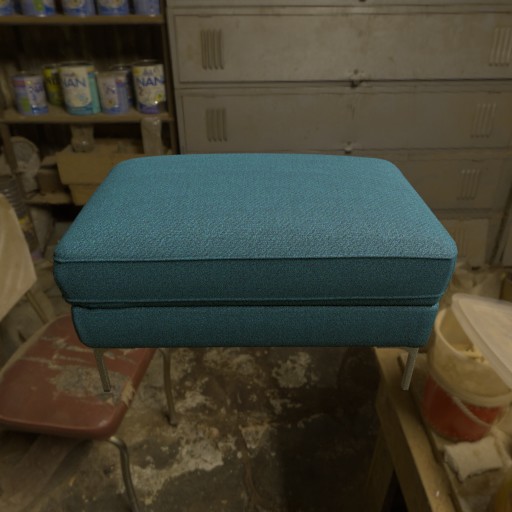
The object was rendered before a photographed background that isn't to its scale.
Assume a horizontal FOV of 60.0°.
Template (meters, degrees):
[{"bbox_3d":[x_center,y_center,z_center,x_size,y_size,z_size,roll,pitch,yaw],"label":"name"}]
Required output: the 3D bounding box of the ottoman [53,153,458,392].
[{"bbox_3d":[0.000,0.000,1.208,0.856,0.498,0.563,0,32,0],"label":"ottoman"}]
